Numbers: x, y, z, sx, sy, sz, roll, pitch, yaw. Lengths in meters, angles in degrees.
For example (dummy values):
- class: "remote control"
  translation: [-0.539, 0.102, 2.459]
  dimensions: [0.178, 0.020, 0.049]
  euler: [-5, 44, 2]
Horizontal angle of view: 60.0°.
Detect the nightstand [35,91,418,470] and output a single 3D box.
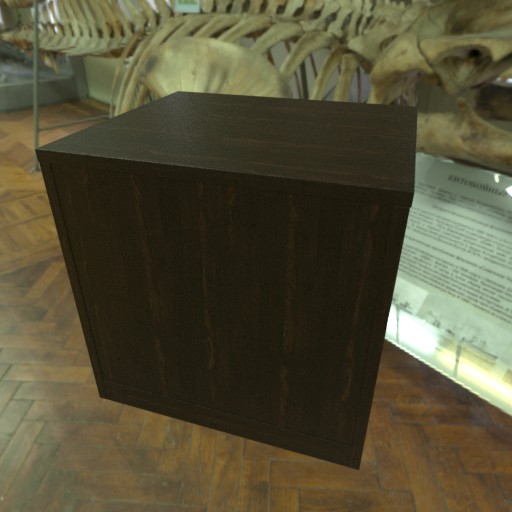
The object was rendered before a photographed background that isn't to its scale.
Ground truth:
- class: "nightstand"
  translation: [0.000, 0.000, 0.830]
  dimensions: [0.489, 0.487, 0.427]
  euler: [9, 32, 15]
